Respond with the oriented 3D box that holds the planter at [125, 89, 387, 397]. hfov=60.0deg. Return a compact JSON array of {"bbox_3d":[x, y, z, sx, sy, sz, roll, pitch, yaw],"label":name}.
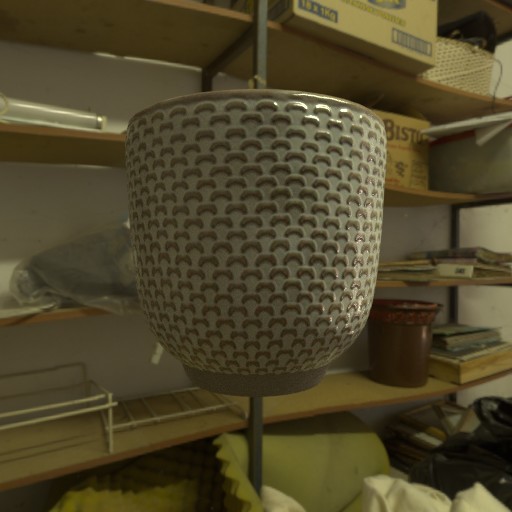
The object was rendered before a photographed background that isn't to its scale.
[{"bbox_3d":[0.000,0.000,0.347,0.197,0.191,0.197,0,0,0],"label":"planter"}]
